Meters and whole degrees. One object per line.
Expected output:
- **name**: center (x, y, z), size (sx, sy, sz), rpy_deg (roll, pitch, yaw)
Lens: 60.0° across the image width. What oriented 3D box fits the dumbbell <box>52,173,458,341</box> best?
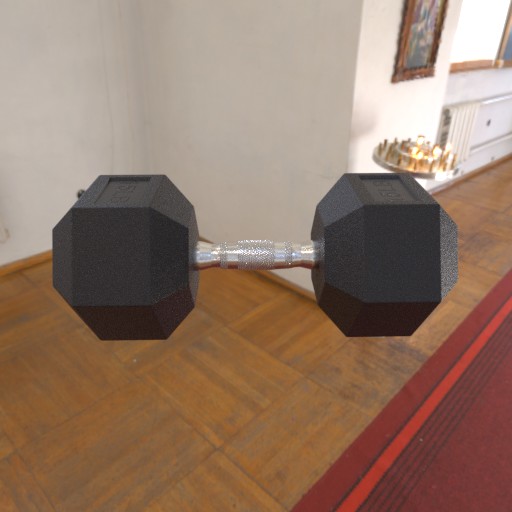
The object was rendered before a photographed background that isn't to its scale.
- **dumbbell**: center (0.000, 0.000, 0.328), size (0.271, 0.106, 0.122), rpy_deg (-1, 29, -1)
